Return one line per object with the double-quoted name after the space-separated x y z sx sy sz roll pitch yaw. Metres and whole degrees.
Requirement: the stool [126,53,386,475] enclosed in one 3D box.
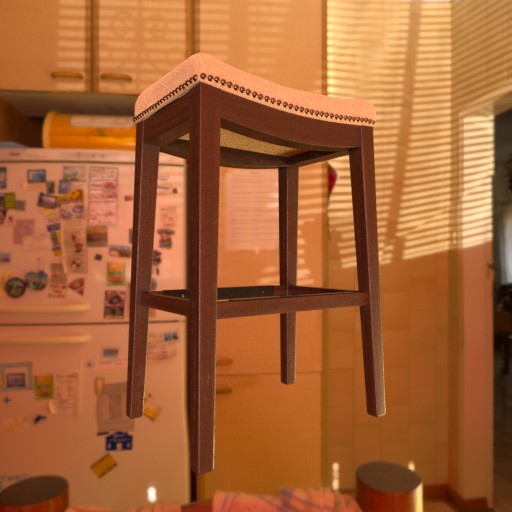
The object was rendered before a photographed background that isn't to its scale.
0.000 0.000 1.065 0.509 0.768 0.363 0 0 -36 "stool"
